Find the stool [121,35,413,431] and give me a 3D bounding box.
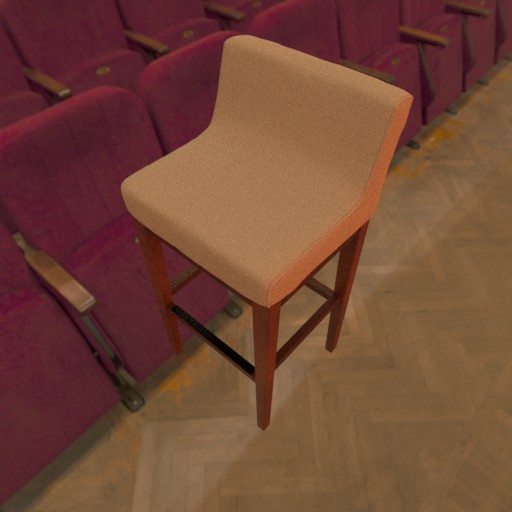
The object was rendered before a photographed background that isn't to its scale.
[{"bbox_3d":[0.000,0.000,1.318,0.511,1.037,0.500,33,55,27],"label":"stool"}]
